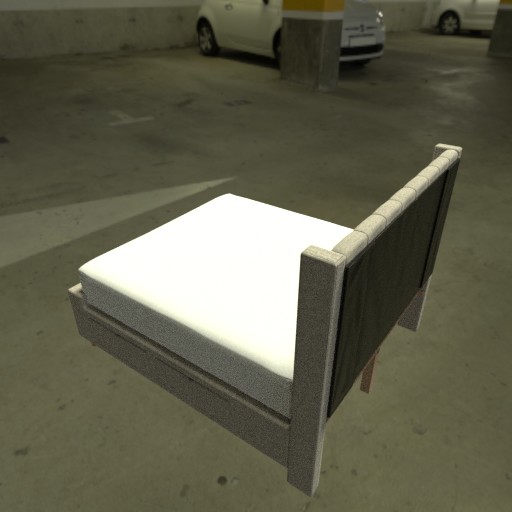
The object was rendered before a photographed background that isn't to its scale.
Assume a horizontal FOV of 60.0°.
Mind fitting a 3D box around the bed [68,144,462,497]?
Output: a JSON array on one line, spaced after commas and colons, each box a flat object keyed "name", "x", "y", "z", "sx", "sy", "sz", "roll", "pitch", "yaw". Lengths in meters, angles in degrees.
[{"name": "bed", "x": 0.000, "y": 0.000, "z": 3.631, "sx": 2.372, "sy": 1.748, "sz": 2.044, "roll": 20, "pitch": 37, "yaw": 30}]
